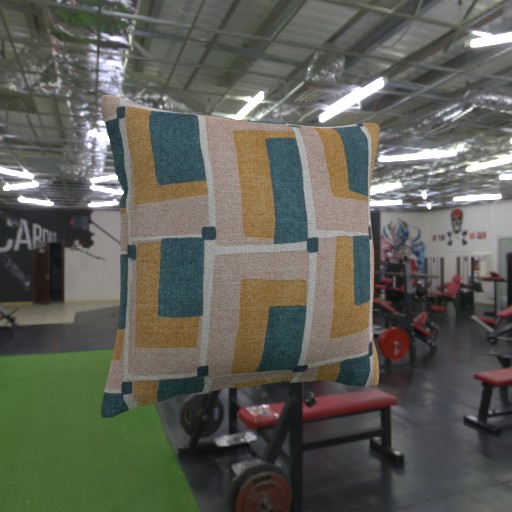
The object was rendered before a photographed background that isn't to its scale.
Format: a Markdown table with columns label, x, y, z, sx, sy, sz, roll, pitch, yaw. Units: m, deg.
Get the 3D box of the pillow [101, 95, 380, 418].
| label | x | y | z | sx | sy | sz | roll | pitch | yaw |
| --- | --- | --- | --- | --- | --- | --- | --- | --- | --- |
| pillow | 0.000 | 0.000 | 0.721 | 0.478 | 0.479 | 0.158 | 0 | 0 | -18 |
